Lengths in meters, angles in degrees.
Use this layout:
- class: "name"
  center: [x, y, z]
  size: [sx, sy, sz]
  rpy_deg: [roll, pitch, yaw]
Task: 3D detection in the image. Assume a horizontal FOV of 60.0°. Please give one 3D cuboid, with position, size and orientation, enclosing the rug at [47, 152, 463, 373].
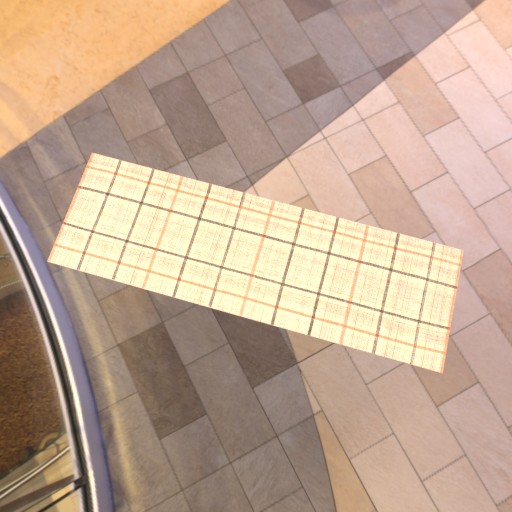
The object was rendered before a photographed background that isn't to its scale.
- class: "rug"
  center: [0.000, 0.000, 2.721]
  size: [2.439, 0.008, 0.762]
  rpy_deg: [15, 76, 4]
